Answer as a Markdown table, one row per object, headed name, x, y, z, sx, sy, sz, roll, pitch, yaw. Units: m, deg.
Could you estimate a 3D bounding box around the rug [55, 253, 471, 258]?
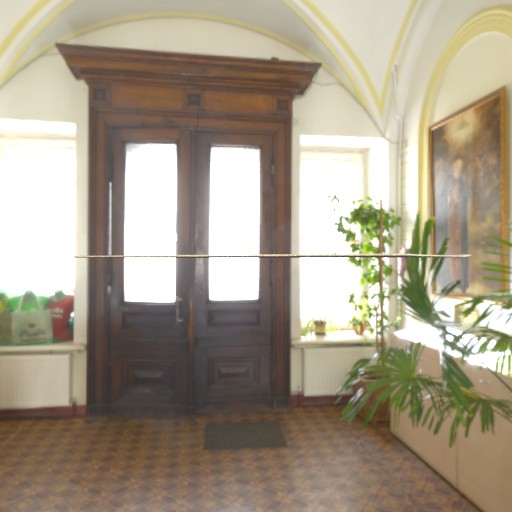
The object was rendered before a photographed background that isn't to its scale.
| name | x | y | z | sx | sy | sz | roll | pitch | yaw |
| --- | --- | --- | --- | --- | --- | --- | --- | --- | --- |
| rug | 0.000 | 0.000 | 3.066 | 2.447 | 0.021 | 1.527 | 0 | 0 | 36 |
